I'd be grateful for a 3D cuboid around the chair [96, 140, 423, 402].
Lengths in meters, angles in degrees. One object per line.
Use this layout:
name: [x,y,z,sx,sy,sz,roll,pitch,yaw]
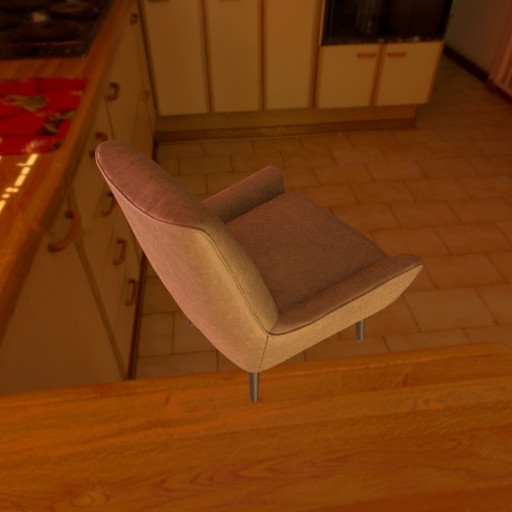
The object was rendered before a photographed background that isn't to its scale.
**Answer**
chair: [0.000,0.000,1.518,0.824,0.888,0.787,-26,48,-27]
